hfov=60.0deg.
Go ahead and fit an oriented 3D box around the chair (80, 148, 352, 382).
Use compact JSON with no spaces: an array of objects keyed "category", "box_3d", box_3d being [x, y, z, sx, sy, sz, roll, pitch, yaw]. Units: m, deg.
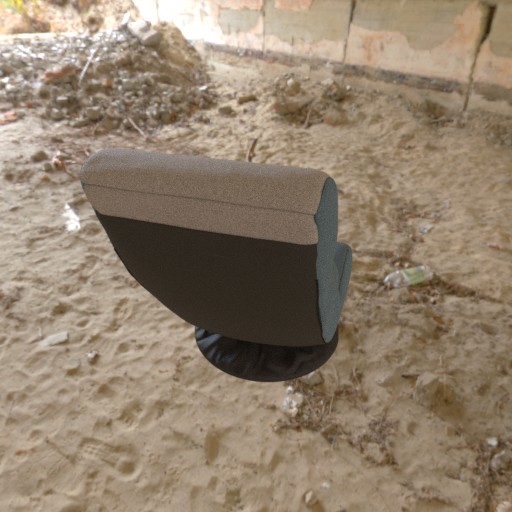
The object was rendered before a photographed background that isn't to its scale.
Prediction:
[{"category":"chair","box_3d":[0.000,0.000,1.043,0.420,0.641,0.661,9,32,15]}]
